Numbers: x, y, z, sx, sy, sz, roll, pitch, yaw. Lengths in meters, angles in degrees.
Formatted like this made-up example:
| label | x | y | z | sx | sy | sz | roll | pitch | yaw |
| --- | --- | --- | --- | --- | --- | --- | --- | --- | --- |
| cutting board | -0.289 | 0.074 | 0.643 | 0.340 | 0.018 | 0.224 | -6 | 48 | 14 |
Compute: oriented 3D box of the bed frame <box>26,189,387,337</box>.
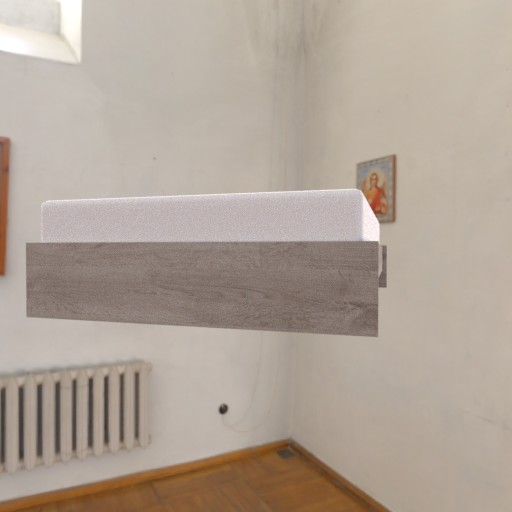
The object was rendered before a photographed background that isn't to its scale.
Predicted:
| label | x | y | z | sx | sy | sz | roll | pitch | yaw |
| --- | --- | --- | --- | --- | --- | --- | --- | --- | --- |
| bed frame | 0.000 | 0.000 | 2.600 | 1.445 | 0.497 | 1.945 | 0 | 1 | 17 |
